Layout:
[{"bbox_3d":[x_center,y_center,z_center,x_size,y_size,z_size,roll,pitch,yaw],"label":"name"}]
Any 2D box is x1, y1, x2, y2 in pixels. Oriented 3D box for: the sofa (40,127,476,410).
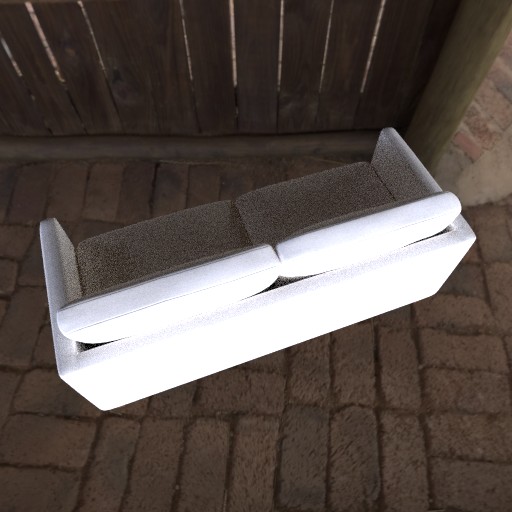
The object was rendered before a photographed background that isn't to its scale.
[{"bbox_3d":[0.000,0.000,2.529,2.139,0.933,0.924,-17,59,-10],"label":"sofa"}]
